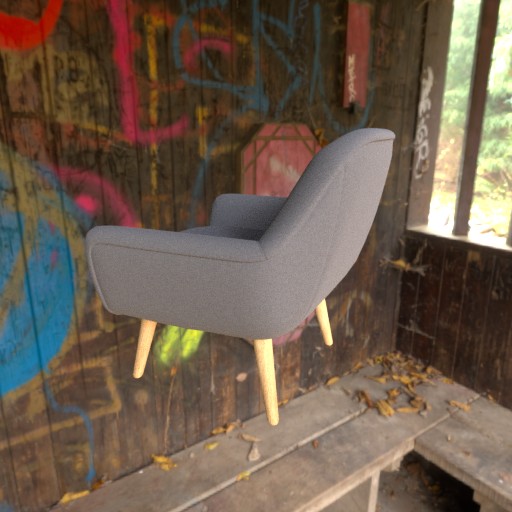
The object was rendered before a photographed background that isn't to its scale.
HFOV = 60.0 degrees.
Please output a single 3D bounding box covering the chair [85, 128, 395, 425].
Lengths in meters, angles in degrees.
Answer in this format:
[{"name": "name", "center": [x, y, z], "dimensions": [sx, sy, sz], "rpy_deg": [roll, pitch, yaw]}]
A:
[{"name": "chair", "center": [0.000, 0.000, 1.443], "dimensions": [0.779, 0.800, 0.770], "rpy_deg": [8, 18, 25]}]
